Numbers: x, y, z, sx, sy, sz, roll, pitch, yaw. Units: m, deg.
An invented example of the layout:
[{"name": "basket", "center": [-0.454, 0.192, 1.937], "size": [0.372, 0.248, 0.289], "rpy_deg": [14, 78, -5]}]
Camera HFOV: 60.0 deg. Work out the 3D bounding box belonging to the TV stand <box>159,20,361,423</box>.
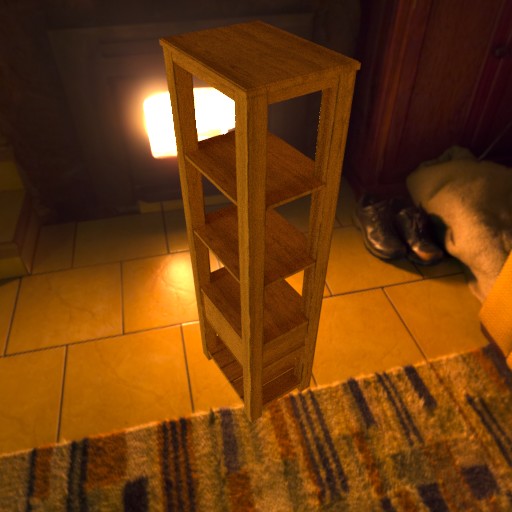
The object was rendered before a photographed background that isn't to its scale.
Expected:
[{"name": "TV stand", "center": [0.000, 0.000, 2.063], "size": [0.435, 1.828, 0.565], "rpy_deg": [-24, 47, -24]}]
